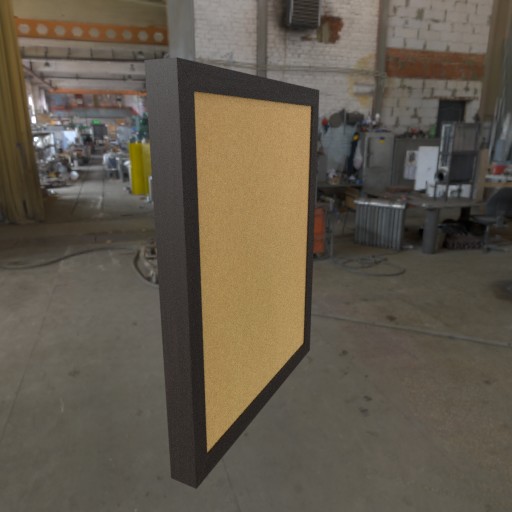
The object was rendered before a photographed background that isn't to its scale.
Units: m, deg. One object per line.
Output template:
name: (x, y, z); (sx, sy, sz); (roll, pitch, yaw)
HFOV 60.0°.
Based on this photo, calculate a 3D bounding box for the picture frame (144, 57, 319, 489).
picture frame: (0.000, 0.000, 0.746); (0.044, 0.555, 0.452); (8, 18, 26)
